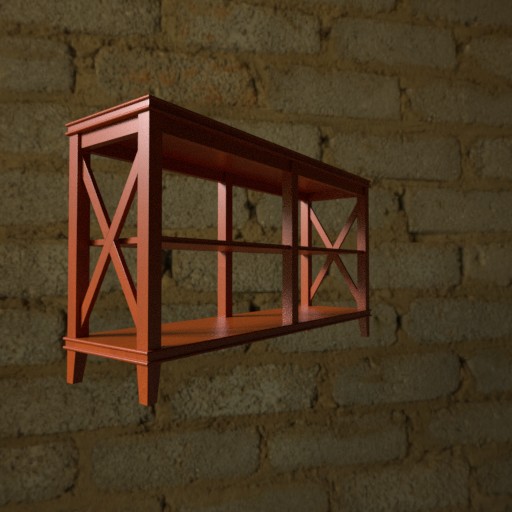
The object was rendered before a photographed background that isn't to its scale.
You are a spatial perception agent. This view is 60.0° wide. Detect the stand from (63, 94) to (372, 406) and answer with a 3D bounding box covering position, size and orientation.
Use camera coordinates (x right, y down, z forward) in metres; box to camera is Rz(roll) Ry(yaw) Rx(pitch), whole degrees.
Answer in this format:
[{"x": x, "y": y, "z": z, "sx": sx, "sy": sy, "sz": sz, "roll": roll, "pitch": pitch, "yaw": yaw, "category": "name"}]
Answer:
[{"x": 0.000, "y": 0.000, "z": 1.736, "sx": 0.381, "sy": 0.762, "sz": 1.372, "roll": -1, "pitch": -2, "yaw": 37, "category": "stand"}]
